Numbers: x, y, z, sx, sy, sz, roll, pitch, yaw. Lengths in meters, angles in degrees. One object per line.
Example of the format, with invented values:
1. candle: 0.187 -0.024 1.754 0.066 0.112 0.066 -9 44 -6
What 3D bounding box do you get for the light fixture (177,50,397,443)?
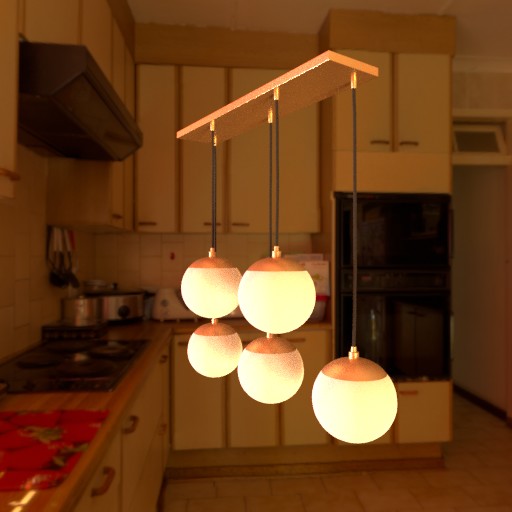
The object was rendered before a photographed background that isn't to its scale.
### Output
1. light fixture: 0.000 0.000 1.295 0.299 0.869 0.863 0 0 -35
